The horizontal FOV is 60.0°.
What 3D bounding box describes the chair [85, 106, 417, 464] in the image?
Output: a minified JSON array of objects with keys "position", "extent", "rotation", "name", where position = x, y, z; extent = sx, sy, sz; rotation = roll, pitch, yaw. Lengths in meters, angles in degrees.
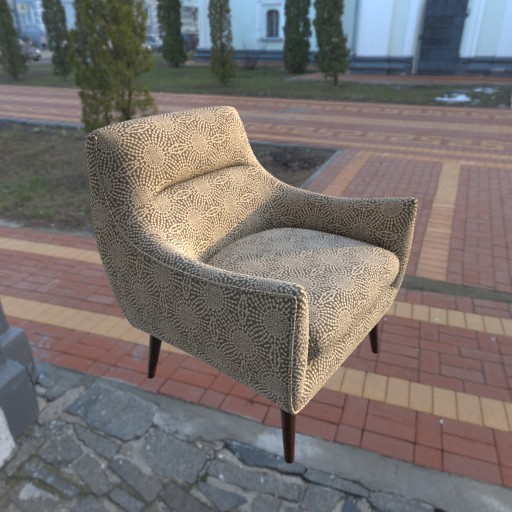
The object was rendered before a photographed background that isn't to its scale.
[{"position":[0.000,0.000,1.436],"extent":[0.787,0.838,0.762],"rotation":[18,32,32],"name":"chair"}]
